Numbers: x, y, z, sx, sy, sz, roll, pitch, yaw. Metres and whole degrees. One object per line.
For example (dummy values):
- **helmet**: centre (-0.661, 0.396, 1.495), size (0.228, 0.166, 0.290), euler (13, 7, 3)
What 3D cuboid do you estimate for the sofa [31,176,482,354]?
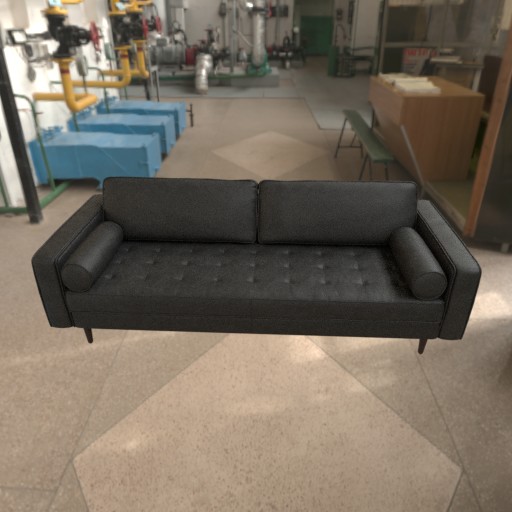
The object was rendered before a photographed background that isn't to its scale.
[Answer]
- **sofa**: centre (0.000, 0.000, 2.581), size (2.210, 0.762, 0.914), euler (1, 29, 2)
